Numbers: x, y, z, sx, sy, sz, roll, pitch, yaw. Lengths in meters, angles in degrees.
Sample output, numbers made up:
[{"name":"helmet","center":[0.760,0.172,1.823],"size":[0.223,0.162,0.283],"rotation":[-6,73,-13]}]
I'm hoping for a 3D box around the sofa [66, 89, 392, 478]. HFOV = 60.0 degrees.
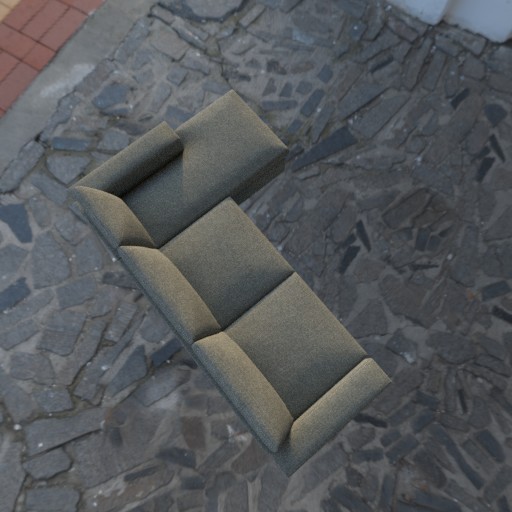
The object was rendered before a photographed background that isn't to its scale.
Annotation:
[{"name":"sofa","center":[0.000,0.000,3.507],"size":[1.689,0.940,2.718],"rotation":[-39,78,-10]}]
